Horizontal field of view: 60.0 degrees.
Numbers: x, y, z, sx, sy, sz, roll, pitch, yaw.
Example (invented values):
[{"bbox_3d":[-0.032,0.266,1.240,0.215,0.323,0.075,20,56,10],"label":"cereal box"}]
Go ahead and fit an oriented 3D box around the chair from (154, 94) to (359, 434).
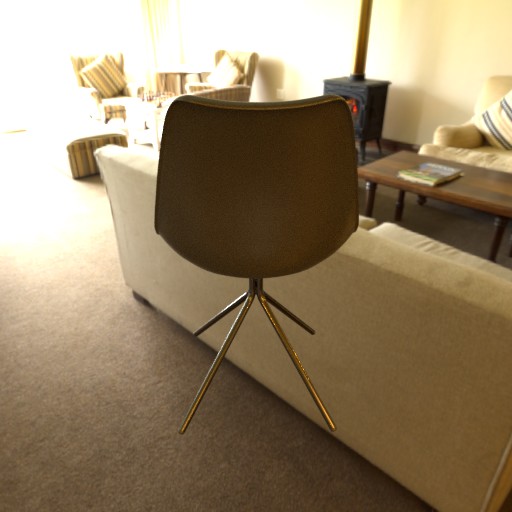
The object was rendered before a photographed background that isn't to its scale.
[{"bbox_3d":[0.000,0.000,1.120,0.461,0.850,0.525,-1,29,-1],"label":"chair"}]
